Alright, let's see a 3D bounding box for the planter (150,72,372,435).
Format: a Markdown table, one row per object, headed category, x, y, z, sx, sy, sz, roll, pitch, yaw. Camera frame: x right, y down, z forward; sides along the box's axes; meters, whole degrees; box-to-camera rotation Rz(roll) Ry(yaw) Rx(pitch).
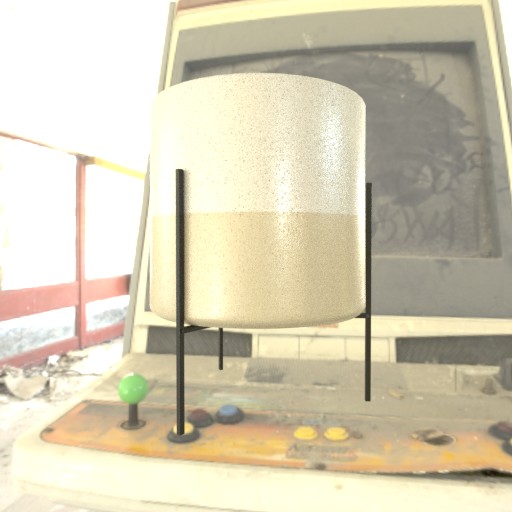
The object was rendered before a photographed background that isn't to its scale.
| category | x | y | z | sx | sy | sz | roll | pitch | yaw |
| --- | --- | --- | --- | --- | --- | --- | --- | --- | --- |
| planter | 0.000 | 0.000 | 0.751 | 0.359 | 0.484 | 0.368 | 1 | 2 | 35 |
